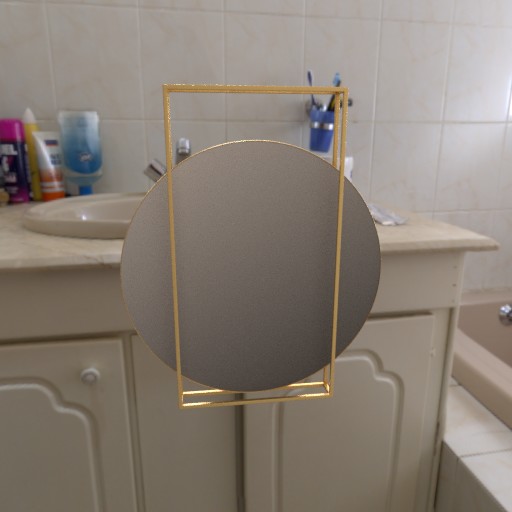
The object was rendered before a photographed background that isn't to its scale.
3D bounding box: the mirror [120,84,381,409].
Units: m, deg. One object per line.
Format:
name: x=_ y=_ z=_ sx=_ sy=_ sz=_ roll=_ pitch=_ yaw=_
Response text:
mirror: x=0.000 y=0.000 z=0.844 sx=0.508 sy=0.603 sz=0.051 roll=-2 pitch=15 yaw=-7
